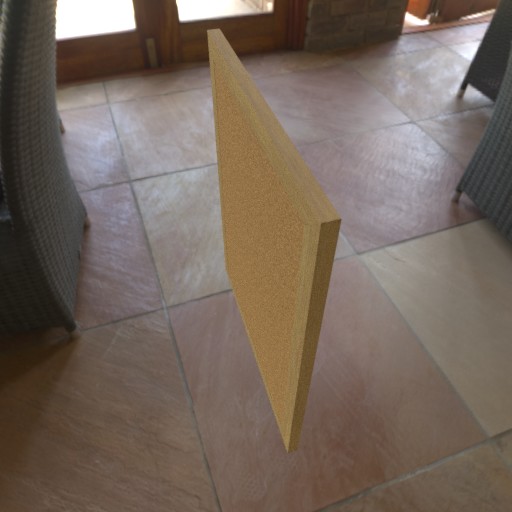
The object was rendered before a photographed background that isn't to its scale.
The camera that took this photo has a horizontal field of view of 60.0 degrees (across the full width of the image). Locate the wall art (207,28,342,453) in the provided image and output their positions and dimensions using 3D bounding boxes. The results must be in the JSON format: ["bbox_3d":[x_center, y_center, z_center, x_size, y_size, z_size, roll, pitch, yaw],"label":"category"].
[{"bbox_3d":[0.000,0.000,0.743,0.020,0.561,0.460,-12,48,-11],"label":"wall art"}]
